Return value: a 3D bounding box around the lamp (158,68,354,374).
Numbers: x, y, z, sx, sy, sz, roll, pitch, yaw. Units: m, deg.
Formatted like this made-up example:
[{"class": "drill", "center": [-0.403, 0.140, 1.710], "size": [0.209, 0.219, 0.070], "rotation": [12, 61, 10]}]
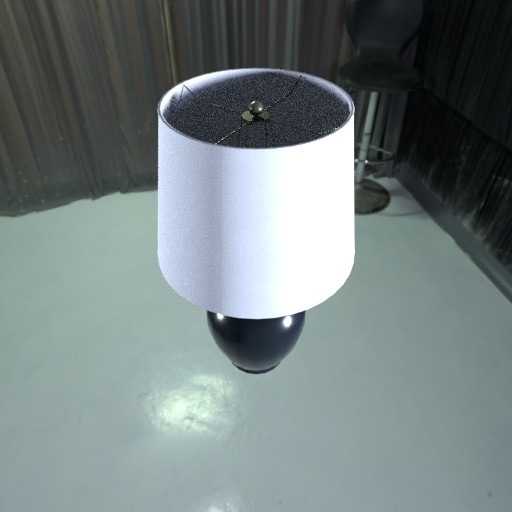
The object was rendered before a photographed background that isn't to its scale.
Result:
[{"class": "lamp", "center": [0.000, 0.000, 0.561], "size": [0.239, 0.399, 0.239], "rotation": [0, 42, 0]}]
